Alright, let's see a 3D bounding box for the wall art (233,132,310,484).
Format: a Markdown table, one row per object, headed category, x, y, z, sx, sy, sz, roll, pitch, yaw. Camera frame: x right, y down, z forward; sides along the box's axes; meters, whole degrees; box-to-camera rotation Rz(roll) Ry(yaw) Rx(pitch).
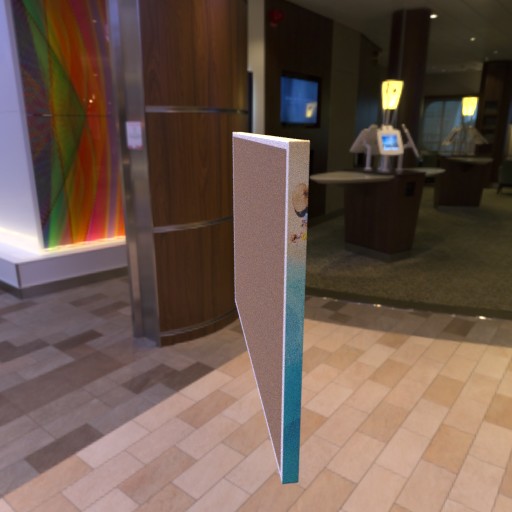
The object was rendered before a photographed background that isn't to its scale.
| category | x | y | z | sx | sy | sz | roll | pitch | yaw |
| --- | --- | --- | --- | --- | --- | --- | --- | --- | --- |
| wall art | 0.000 | 0.000 | 1.456 | 0.040 | 0.769 | 1.136 | -2 | 17 | -8 |
